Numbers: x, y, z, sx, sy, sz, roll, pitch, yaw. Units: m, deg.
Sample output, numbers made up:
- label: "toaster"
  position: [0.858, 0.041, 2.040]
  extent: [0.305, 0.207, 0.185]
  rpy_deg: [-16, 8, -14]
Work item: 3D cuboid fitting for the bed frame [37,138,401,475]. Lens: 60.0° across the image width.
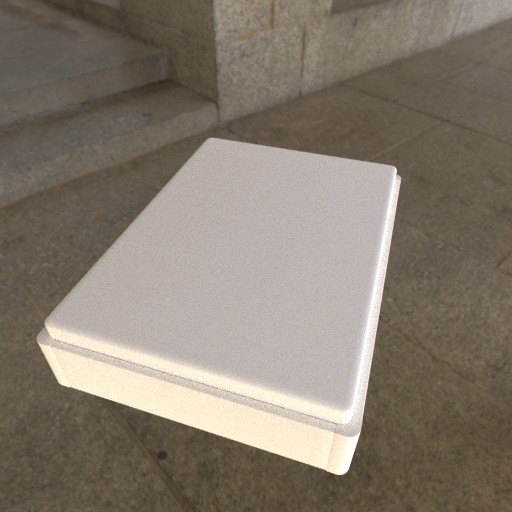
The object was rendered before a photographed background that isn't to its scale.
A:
- label: "bed frame"
  position: [0.000, 0.000, 2.491]
  extent: [1.400, 0.406, 1.900]
  rpy_deg: [12, 43, 14]
